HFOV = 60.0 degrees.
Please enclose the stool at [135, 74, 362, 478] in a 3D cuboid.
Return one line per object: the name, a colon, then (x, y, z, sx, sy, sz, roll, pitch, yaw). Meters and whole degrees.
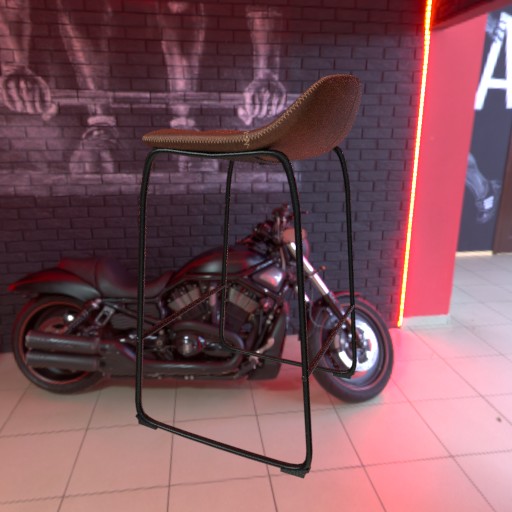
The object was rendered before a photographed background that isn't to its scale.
stool: (0.000, 0.000, 1.126, 0.473, 0.830, 0.454, 7, 17, 24)
